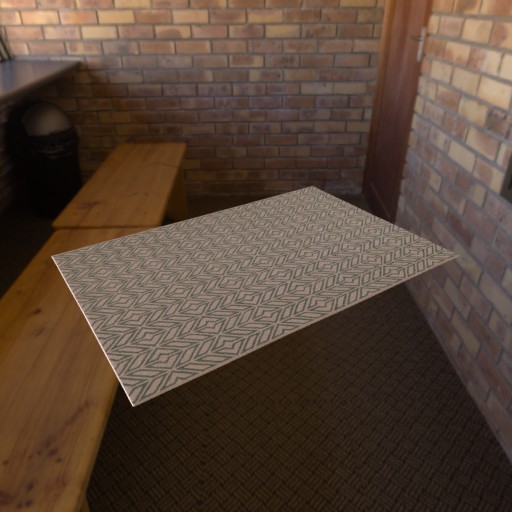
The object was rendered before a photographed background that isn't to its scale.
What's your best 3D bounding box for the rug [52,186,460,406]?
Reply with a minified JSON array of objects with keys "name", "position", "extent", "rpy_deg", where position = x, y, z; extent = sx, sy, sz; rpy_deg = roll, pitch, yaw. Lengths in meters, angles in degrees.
[{"name":"rug","position":[0.000,0.000,2.386],"extent":[1.828,0.007,1.220],"rpy_deg":[-19,35,-29]}]
